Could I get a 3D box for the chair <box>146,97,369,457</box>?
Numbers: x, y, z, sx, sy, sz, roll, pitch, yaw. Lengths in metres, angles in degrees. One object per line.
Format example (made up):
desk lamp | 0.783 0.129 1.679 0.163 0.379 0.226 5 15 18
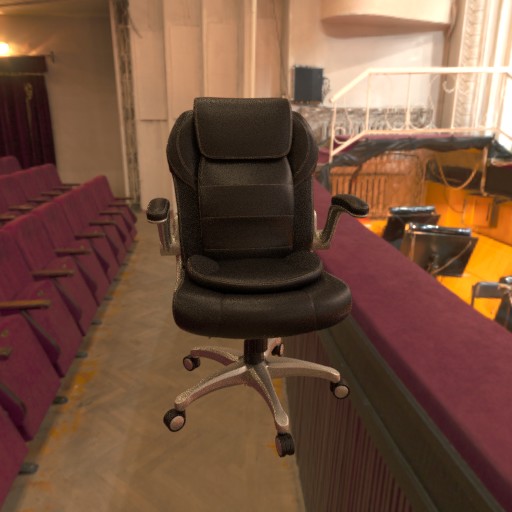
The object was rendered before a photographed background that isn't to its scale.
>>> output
chair | 0.000 0.000 1.631 0.724 1.141 0.801 -2 16 -8
